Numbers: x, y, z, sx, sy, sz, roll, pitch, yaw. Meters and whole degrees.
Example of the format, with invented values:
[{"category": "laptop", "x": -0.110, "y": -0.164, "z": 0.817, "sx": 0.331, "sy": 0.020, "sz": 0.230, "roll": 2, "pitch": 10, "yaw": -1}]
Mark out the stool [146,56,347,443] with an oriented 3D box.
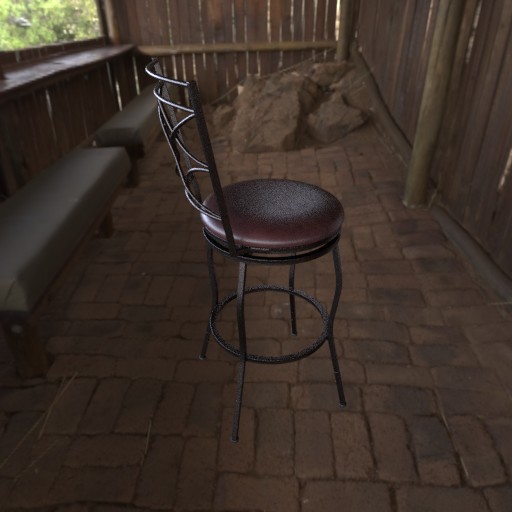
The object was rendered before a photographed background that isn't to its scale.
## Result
[{"category": "stool", "x": 0.000, "y": 0.000, "z": 1.383, "sx": 0.534, "sy": 1.117, "sz": 0.434, "roll": -11, "pitch": 32, "yaw": -18}]
